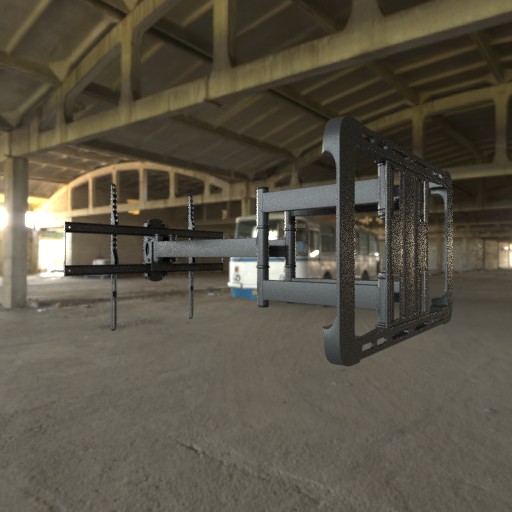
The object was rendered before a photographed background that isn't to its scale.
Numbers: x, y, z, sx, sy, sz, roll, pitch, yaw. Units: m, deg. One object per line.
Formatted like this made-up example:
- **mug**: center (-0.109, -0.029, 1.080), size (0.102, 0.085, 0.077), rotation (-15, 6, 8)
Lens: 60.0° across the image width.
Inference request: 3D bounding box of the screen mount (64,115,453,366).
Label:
- **screen mount**: center (0.000, 0.000, 1.294), size (0.905, 0.483, 0.725), rotation (0, 0, 38)
